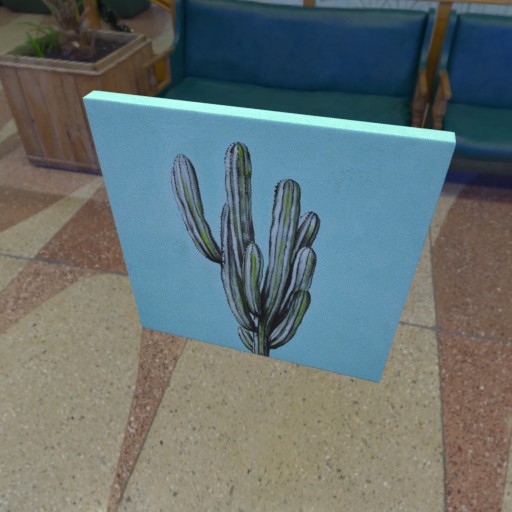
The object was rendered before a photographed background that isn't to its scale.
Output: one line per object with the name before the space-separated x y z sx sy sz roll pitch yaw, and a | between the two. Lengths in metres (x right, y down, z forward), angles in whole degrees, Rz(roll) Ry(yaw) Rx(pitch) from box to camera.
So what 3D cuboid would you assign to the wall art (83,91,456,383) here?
wall art | 0.000 0.000 1.146 0.765 0.766 0.054 10 42 12
